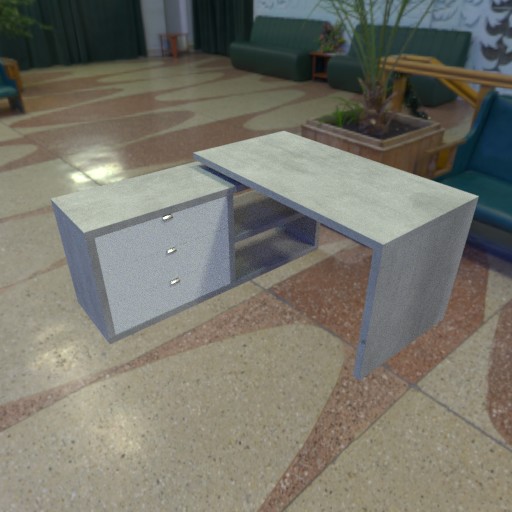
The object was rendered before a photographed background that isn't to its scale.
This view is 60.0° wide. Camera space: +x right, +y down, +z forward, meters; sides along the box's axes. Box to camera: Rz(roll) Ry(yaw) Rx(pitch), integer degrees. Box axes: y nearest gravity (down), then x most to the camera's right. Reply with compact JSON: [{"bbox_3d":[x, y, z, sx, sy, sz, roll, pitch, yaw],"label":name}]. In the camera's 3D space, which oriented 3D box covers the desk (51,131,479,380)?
[{"bbox_3d":[0.000,0.000,2.293,1.500,0.740,1.400,-23,39,-32],"label":"desk"}]
